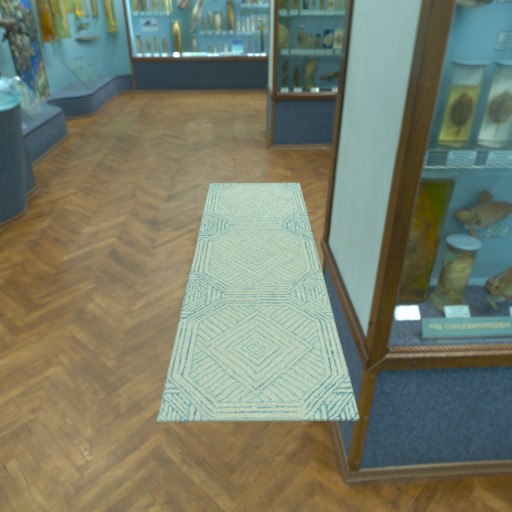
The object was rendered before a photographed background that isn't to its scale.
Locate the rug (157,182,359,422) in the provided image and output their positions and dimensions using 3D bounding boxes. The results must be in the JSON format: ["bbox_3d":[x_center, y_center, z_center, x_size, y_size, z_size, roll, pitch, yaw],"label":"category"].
[{"bbox_3d":[0.000,0.000,2.732,0.775,0.012,2.452,0,30,0],"label":"rug"}]
